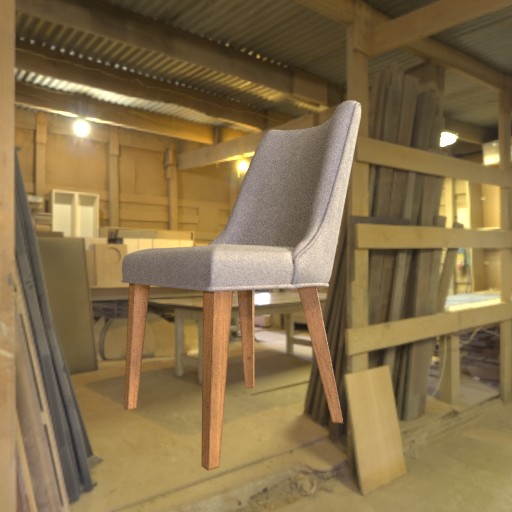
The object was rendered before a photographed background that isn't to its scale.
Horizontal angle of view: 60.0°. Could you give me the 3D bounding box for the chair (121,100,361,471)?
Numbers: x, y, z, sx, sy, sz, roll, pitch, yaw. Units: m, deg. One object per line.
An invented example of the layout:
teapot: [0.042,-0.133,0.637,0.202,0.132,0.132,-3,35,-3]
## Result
chair: [0.000,0.000,1.325,0.636,0.916,0.548,1,-1,-36]
